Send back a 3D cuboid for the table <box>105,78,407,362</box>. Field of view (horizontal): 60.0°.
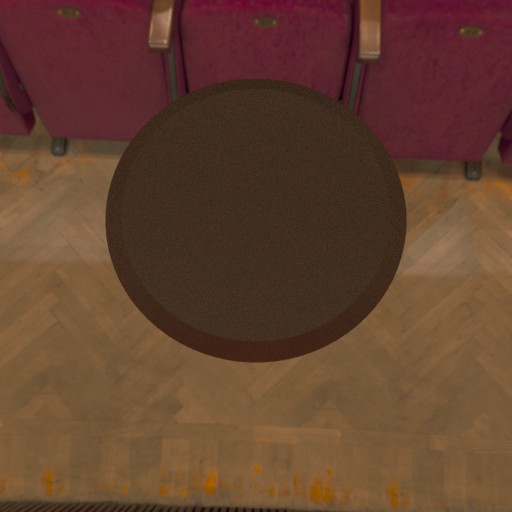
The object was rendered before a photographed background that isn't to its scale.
[{"bbox_3d":[0.000,0.000,0.947,0.457,0.585,0.457,0,75,0],"label":"table"}]
